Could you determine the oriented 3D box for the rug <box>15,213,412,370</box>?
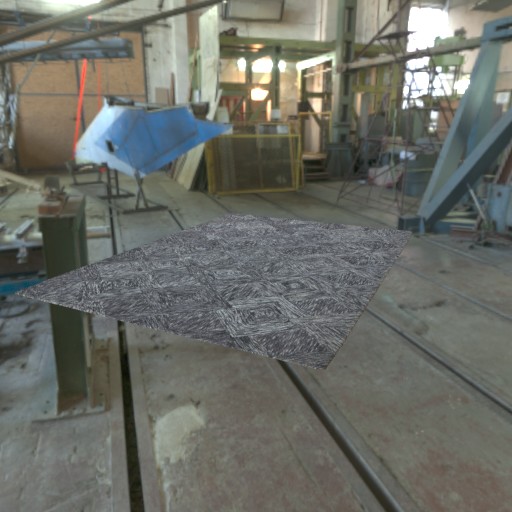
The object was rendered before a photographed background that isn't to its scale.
[{"bbox_3d":[0.000,0.000,5.188,2.997,0.020,4.093,8,19,25],"label":"rug"}]
